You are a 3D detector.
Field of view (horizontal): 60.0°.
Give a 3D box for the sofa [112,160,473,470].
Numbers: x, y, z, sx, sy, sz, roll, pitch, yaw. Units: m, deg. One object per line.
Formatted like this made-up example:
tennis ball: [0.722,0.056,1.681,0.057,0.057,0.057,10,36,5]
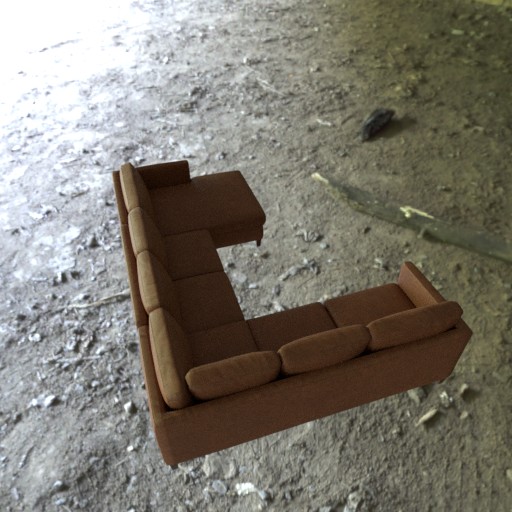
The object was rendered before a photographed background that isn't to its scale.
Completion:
sofa: [0.000,0.000,4.627,2.593,0.923,3.460,-12,43,-13]
